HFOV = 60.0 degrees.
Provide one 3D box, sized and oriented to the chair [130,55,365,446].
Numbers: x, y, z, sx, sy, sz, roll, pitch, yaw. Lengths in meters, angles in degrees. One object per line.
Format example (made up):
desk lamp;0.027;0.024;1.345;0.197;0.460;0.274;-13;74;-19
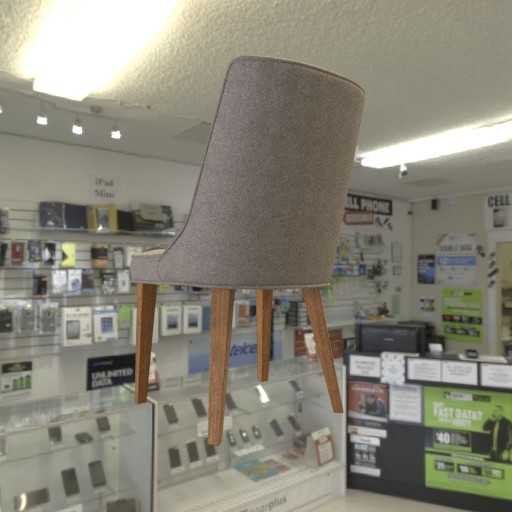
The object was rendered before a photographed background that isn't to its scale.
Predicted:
chair;0.000;0.000;1.305;0.548;0.916;0.636;1;-2;-35
